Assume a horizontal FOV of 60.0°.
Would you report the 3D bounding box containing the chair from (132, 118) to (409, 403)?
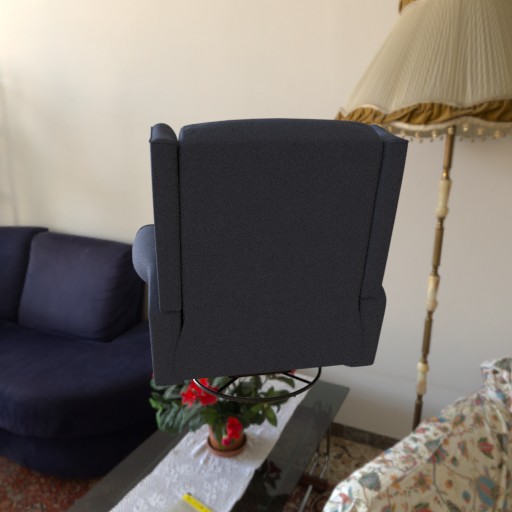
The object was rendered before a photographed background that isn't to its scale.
[{"bbox_3d":[0.000,0.000,1.760,0.971,1.020,0.877,-3,15,-10],"label":"chair"}]
